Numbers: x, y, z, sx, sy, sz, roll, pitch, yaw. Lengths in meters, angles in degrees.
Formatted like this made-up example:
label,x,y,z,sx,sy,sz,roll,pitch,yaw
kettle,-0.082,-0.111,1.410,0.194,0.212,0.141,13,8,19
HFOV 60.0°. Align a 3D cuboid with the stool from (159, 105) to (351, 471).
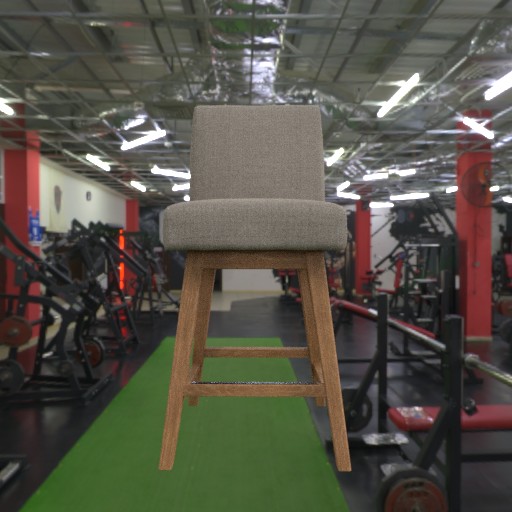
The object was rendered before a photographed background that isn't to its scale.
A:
label,x,y,z,sx,sy,sz,roll,pitch,yaw
stool,0.000,0.000,1.294,0.459,1.010,0.526,0,1,1
